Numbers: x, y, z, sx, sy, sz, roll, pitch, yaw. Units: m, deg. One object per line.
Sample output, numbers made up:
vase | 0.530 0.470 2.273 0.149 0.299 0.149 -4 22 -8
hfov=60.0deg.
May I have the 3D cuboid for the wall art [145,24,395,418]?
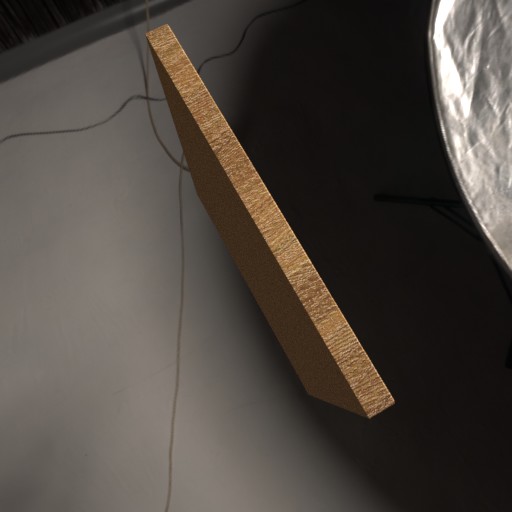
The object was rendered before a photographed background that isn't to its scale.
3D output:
wall art | 0.000 0.000 0.874 0.042 0.608 0.611 -28 77 -7
